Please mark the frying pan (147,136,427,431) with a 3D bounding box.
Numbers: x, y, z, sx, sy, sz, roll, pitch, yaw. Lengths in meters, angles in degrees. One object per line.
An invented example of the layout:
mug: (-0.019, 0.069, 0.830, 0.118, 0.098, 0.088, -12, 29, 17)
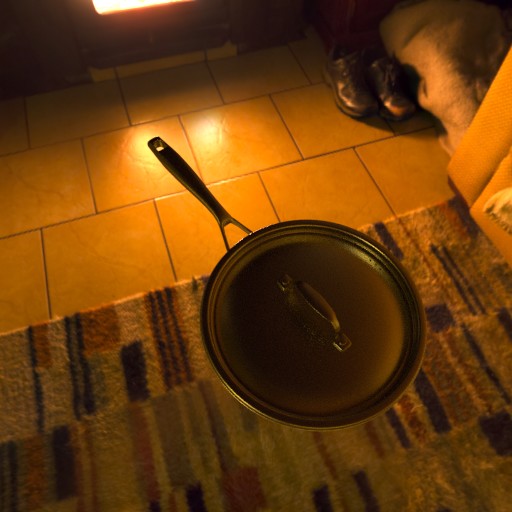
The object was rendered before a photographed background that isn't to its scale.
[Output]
frying pan: (0.000, 0.000, 0.588, 0.272, 0.086, 0.490, -34, 65, -19)
